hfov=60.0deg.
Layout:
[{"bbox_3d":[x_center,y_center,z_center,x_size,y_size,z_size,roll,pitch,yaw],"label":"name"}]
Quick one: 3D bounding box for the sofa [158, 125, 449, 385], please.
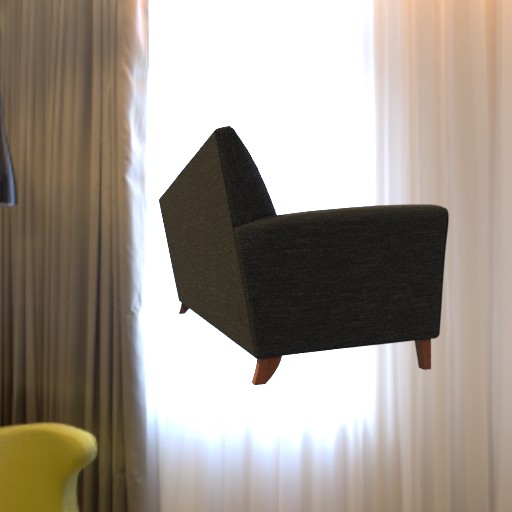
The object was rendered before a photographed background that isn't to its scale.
[{"bbox_3d":[0.000,0.000,2.426,0.875,0.846,1.976,0,0,-18],"label":"sofa"}]
